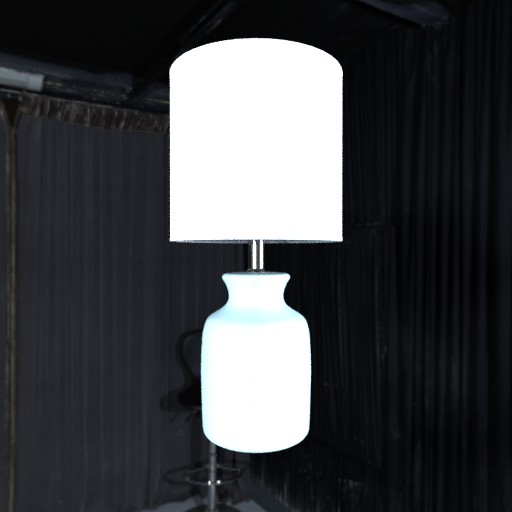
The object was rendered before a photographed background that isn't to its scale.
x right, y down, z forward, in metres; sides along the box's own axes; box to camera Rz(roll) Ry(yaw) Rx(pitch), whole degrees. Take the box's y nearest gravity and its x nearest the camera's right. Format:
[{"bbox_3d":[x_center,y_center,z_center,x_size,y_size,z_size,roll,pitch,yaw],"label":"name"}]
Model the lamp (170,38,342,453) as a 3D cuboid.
[{"bbox_3d":[0.000,0.000,1.095,0.418,0.871,0.418,0,1,-34],"label":"lamp"}]
